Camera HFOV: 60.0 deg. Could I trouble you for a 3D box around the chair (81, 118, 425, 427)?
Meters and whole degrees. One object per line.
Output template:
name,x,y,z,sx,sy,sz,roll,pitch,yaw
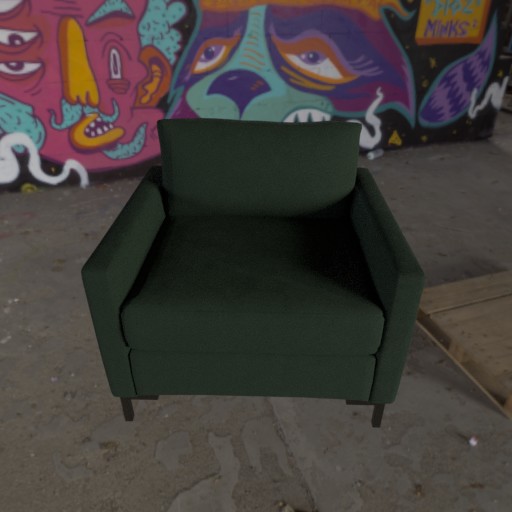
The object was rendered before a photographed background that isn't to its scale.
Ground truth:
chair,0.000,0.000,1.633,0.963,0.861,0.866,1,31,1
